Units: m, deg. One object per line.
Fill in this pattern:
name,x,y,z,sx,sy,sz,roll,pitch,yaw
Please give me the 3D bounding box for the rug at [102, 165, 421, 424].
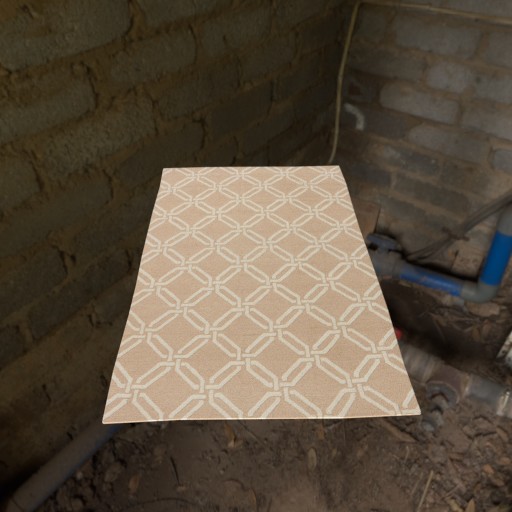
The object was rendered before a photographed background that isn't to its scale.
rug,0.000,0.000,2.218,1.146,0.010,1.745,-1,42,-1
